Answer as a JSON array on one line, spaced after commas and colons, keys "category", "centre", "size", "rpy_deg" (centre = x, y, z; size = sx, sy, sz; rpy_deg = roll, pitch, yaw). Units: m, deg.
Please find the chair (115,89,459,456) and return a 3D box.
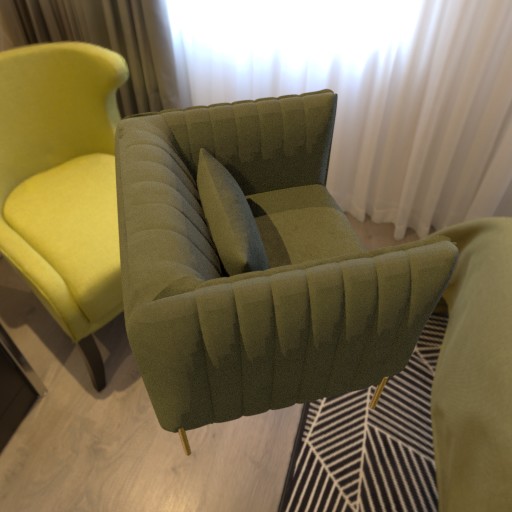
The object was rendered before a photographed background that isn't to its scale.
[{"category": "chair", "centre": [0.000, 0.000, 1.634], "size": [0.877, 0.794, 1.032], "rpy_deg": [-10, 47, -10]}]
